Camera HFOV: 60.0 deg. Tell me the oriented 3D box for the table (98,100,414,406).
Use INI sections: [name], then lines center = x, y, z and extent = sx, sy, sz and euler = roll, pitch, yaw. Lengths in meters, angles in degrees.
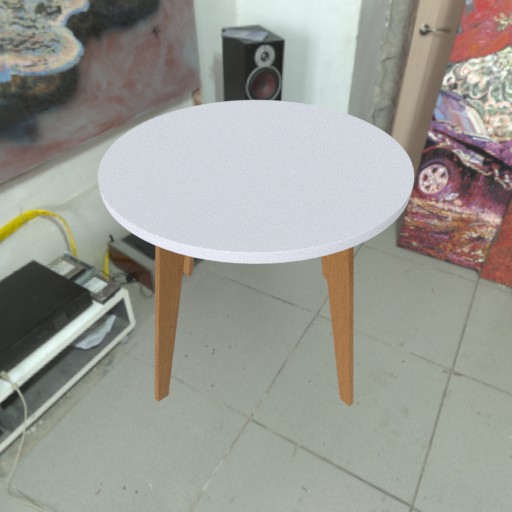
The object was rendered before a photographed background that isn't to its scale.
[table]
center = 0.000, 0.000, 1.542
extent = 0.896, 0.762, 0.896
euler = 0, 40, 0
